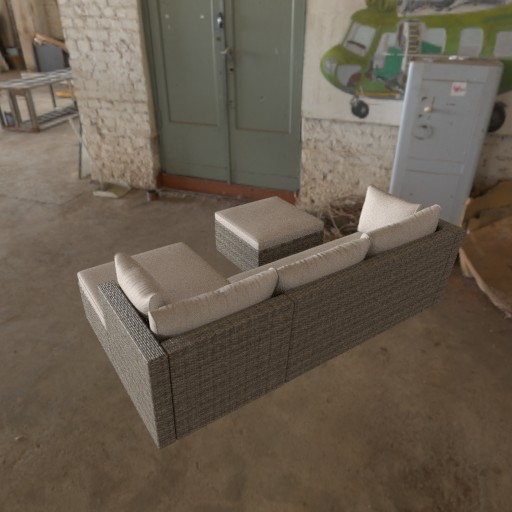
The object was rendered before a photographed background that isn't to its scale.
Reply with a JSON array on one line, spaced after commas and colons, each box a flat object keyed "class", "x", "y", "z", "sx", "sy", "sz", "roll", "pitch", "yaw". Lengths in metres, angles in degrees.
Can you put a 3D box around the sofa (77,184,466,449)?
[{"class": "sofa", "x": 0.000, "y": 0.000, "z": 3.071, "sx": 2.192, "sy": 0.766, "sz": 1.662, "roll": -19, "pitch": 35, "yaw": -29}]
